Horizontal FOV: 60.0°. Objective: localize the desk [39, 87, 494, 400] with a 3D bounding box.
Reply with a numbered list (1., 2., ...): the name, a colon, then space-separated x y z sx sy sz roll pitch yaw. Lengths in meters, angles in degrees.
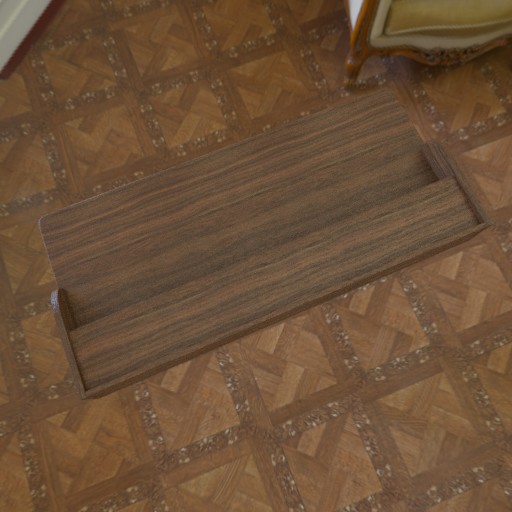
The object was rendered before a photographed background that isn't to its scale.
1. desk: 0.000 0.000 1.649 1.200 0.854 0.565 -22 76 -6
